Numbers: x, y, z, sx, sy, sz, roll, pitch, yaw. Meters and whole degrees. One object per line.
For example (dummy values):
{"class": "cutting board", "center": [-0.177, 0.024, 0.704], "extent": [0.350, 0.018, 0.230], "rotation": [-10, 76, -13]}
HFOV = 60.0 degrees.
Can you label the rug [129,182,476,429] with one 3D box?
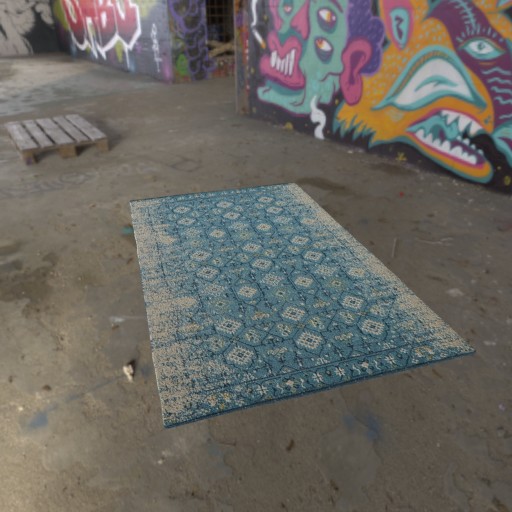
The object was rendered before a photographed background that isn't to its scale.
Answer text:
{"class": "rug", "center": [0.000, 0.000, 2.985], "extent": [1.530, 0.015, 2.449], "rotation": [-9, 31, -15]}
